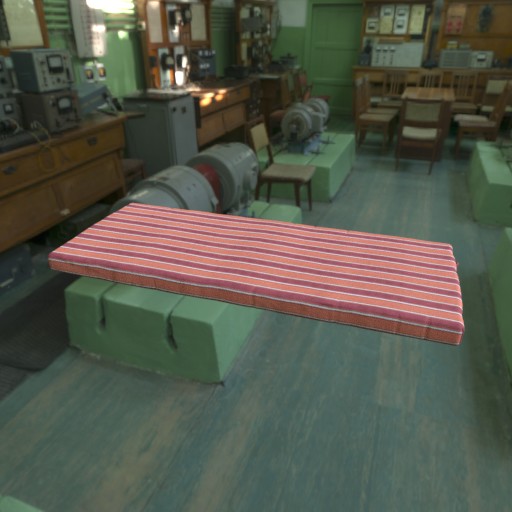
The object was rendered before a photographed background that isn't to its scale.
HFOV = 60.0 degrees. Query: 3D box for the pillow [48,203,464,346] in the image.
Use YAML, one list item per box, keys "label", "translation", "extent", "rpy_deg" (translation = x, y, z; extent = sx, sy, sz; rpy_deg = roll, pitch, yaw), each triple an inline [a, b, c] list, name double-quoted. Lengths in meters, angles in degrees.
- label: "pillow"
  translation: [0.000, 0.000, 1.360]
  extent: [1.187, 0.081, 0.492]
  rpy_deg: [9, 29, 16]
